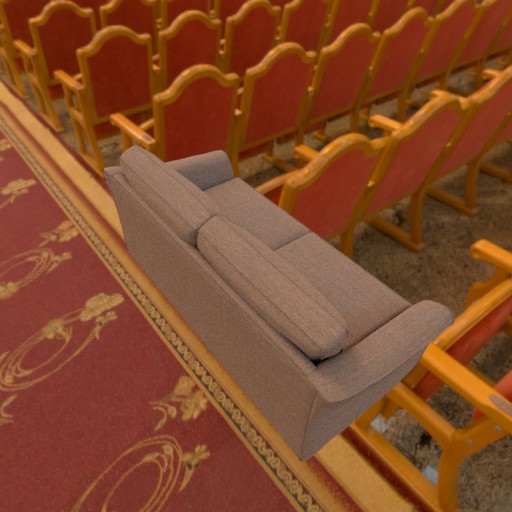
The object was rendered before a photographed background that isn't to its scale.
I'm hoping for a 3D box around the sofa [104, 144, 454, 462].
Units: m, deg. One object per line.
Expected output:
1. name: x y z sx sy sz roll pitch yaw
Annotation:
1. sofa: 0.000 0.000 2.811 0.980 0.965 2.270 -27 49 -27
